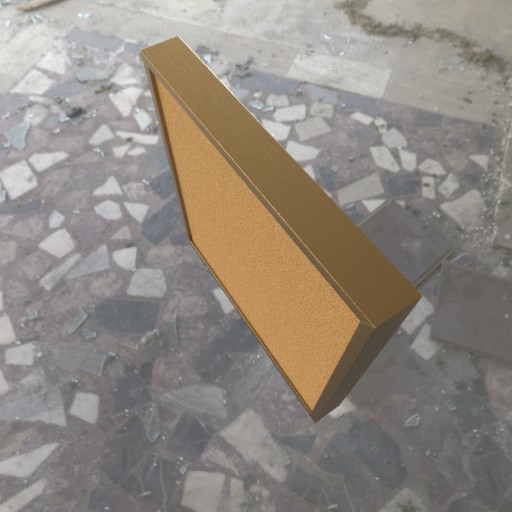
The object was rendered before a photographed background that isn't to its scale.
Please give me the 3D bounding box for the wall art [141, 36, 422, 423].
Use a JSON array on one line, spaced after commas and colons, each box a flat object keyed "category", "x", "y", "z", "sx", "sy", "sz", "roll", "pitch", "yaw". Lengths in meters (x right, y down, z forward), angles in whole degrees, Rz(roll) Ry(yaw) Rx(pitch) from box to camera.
[{"category": "wall art", "x": 0.000, "y": 0.000, "z": 0.454, "sx": 0.037, "sy": 0.305, "sz": 0.305, "roll": -30, "pitch": 64, "yaw": -16}]
